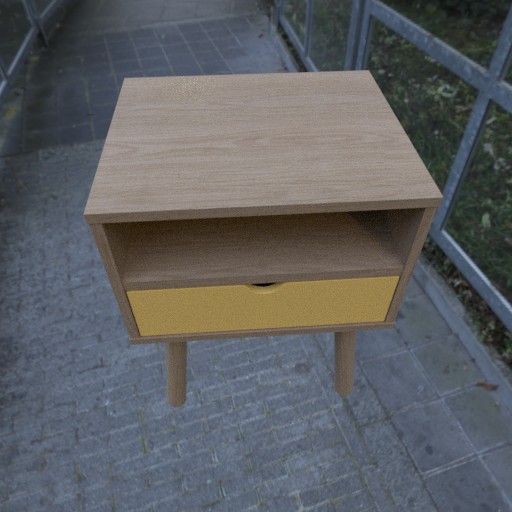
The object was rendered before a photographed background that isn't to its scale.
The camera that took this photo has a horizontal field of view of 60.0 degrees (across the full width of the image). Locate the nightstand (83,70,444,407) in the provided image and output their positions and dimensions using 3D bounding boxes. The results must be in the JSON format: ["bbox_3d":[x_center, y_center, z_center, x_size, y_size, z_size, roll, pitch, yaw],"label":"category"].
[{"bbox_3d":[0.000,0.000,0.888,0.450,0.571,0.380,-3,46,-3],"label":"nightstand"}]
